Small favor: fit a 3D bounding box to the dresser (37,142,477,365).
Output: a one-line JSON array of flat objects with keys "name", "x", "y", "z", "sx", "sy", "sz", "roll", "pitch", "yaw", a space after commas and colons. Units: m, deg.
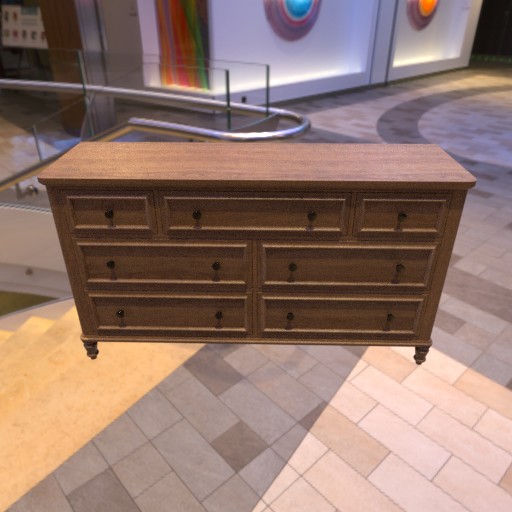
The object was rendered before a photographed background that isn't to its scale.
[{"name": "dresser", "x": 0.000, "y": 0.000, "z": 1.994, "sx": 1.583, "sy": 0.892, "sz": 0.468, "roll": 1, "pitch": 30, "yaw": 1}]
